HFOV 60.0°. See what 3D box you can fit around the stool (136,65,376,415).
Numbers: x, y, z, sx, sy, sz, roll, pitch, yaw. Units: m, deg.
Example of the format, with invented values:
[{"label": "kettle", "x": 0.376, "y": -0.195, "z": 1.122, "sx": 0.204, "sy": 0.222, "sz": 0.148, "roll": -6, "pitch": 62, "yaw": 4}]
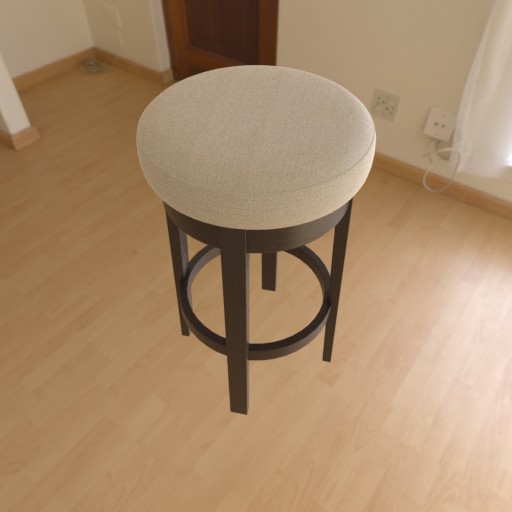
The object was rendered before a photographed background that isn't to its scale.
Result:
[{"label": "stool", "x": 0.000, "y": 0.000, "z": 1.045, "sx": 0.446, "sy": 0.758, "sz": 0.446, "roll": 0, "pitch": 47, "yaw": 0}]
